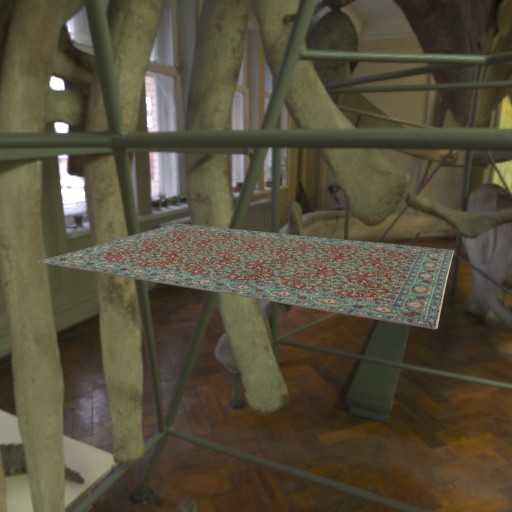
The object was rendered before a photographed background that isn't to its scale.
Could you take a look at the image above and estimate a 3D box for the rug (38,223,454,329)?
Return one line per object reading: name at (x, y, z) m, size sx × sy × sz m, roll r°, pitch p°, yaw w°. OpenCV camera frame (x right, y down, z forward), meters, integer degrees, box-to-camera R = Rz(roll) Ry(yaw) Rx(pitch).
rug at (0.000, 0.000, 3.051) m, size 2.439 × 0.011 × 1.533 m, roll 7°, pitch 16°, yaw 25°
